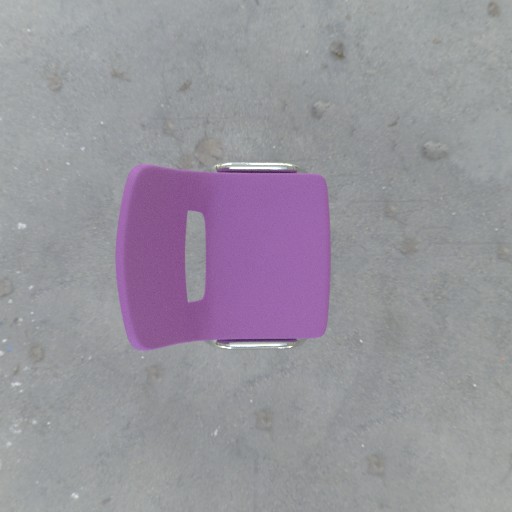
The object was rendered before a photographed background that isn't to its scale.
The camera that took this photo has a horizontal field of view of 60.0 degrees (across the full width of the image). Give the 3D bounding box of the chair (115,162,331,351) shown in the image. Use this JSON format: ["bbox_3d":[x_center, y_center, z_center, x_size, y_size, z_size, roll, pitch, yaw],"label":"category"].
[{"bbox_3d":[0.000,0.000,0.687,0.301,0.493,0.291,0,90,-2],"label":"chair"}]
